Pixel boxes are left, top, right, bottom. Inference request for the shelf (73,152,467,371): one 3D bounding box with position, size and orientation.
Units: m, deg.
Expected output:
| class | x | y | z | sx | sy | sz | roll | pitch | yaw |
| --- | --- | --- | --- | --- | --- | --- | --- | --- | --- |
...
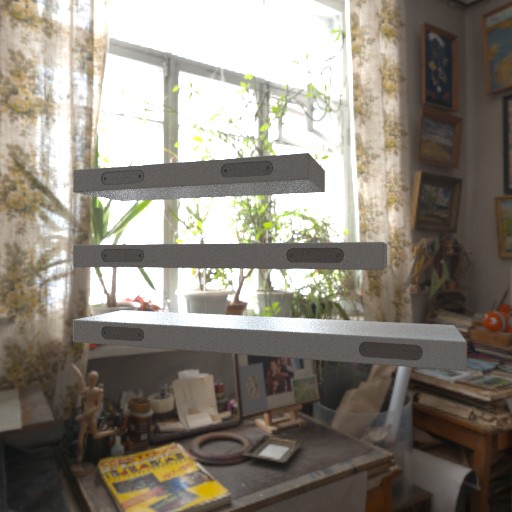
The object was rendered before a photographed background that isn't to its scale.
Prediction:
| class | x | y | z | sx | sy | sz | roll | pitch | yaw |
| --- | --- | --- | --- | --- | --- | --- | --- | --- | --- |
| shelf | 0.000 | 0.000 | 0.724 | 0.610 | 0.293 | 0.140 | 0 | 0 | 18 |
